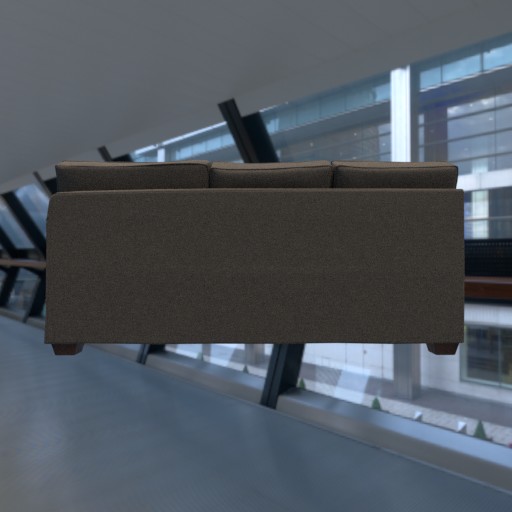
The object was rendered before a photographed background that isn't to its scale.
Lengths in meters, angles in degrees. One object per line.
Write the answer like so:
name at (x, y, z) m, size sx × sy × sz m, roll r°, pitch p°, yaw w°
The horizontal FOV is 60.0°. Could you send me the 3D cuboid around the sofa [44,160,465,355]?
sofa at (0.000, 0.000, 2.542) m, size 1.963 × 0.946 × 1.034 m, roll 0°, pitch -1°, yaw 0°
